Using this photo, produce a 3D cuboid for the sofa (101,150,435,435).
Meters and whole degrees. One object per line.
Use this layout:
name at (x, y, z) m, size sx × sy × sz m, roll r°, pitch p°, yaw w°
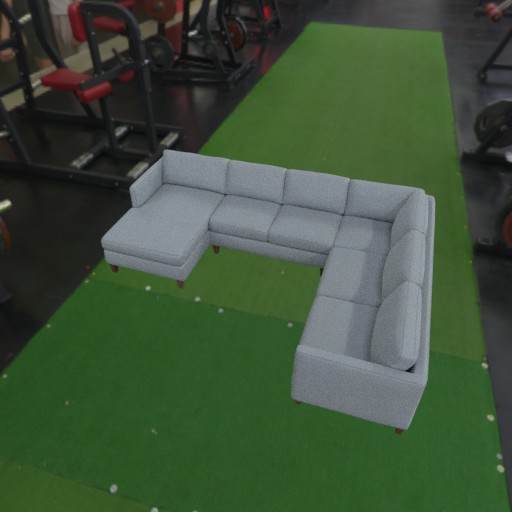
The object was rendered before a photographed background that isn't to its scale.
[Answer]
sofa at (0.000, 0.000, 4.393) m, size 3.238 × 0.853 × 2.551 m, roll 12°, pitch 41°, yaw 14°
